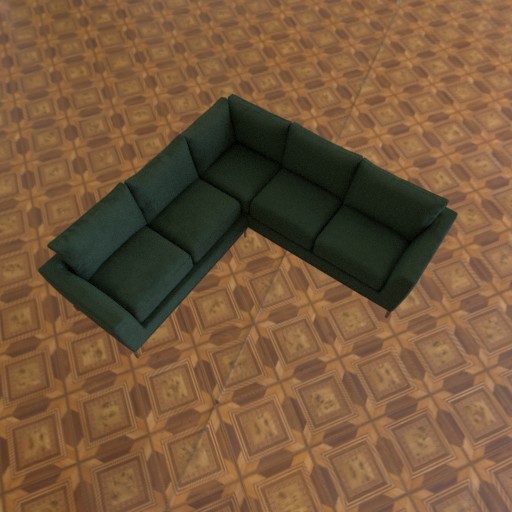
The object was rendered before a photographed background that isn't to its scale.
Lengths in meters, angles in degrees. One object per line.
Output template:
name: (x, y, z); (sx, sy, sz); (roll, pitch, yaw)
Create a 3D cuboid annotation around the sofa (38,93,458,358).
sofa: (0.000, 0.000, 3.797); (2.452, 1.004, 2.468); (32, 64, 18)
